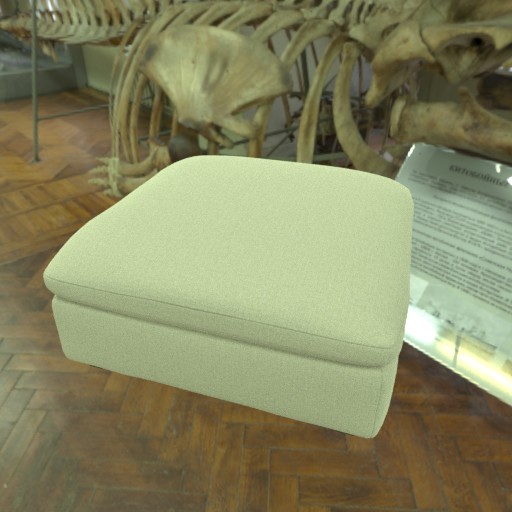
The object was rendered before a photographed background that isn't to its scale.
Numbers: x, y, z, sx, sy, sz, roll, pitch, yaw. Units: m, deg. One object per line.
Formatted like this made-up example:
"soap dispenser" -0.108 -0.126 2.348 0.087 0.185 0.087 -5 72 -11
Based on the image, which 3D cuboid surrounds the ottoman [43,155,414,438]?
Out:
"ottoman" 0.000 0.000 1.531 0.996 0.467 0.977 10 33 15
